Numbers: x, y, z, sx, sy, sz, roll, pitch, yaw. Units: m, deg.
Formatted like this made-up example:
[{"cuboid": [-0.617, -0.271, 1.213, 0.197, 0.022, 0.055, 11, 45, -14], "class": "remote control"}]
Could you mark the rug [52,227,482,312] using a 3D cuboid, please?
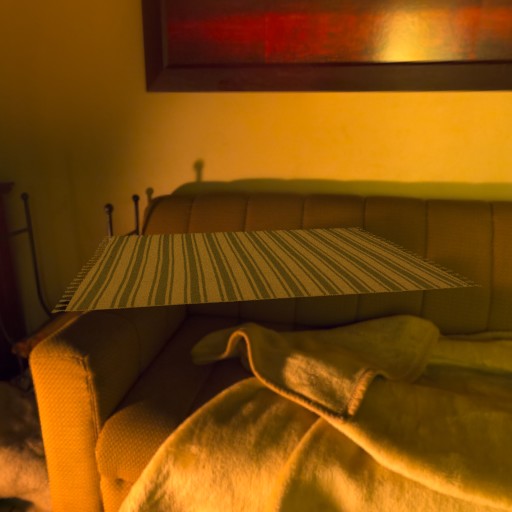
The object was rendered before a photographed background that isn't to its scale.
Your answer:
[{"cuboid": [0.000, 0.000, 4.354, 3.201, 0.005, 2.439, -3, 15, -10], "class": "rug"}]
